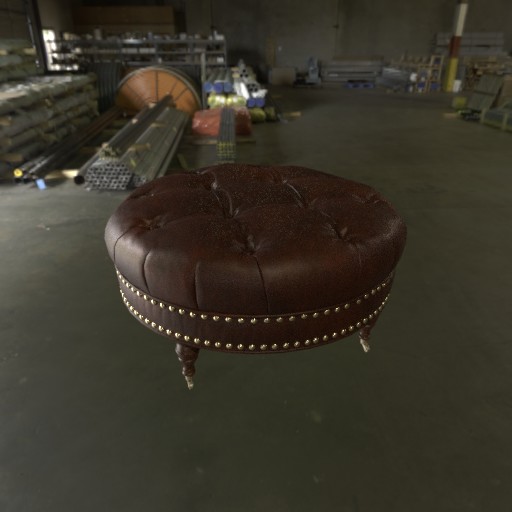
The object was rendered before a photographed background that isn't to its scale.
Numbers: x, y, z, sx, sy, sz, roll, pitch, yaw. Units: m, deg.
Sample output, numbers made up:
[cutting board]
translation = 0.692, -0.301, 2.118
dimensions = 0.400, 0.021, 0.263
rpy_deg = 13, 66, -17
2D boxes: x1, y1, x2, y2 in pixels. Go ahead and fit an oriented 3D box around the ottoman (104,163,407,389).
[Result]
[ottoman]
translation = 0.000, 0.000, 1.416
dimensions = 0.901, 0.455, 0.901
rpy_deg = 0, 26, 0
